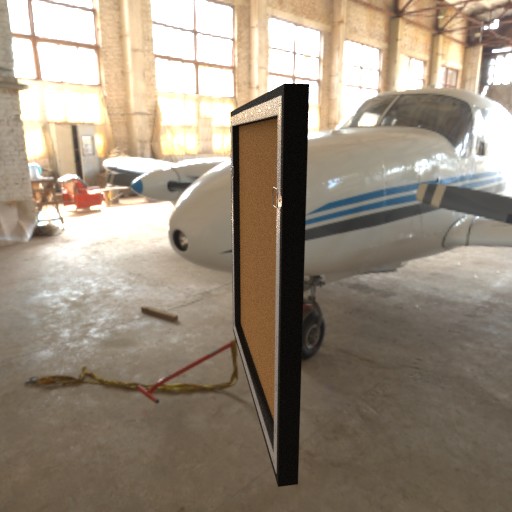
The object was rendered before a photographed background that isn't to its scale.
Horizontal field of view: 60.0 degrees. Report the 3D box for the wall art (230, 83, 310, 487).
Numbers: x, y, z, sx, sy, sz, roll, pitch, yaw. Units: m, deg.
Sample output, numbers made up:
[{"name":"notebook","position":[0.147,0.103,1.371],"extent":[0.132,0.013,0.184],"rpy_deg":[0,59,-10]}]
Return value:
[{"name":"wall art","position":[0.000,0.000,1.155],"extent":[0.044,0.758,0.758],"rpy_deg":[-2,15,-9]}]
